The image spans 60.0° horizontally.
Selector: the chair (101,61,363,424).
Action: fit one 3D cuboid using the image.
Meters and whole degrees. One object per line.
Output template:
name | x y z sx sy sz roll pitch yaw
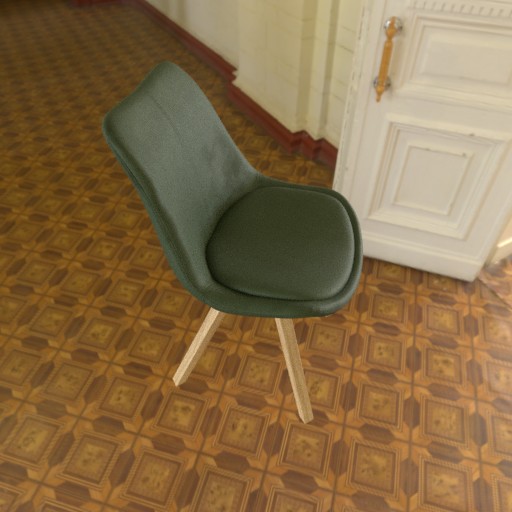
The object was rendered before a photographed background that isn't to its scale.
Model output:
chair | 0.000 0.000 1.175 0.547 0.865 0.483 11 47 11
